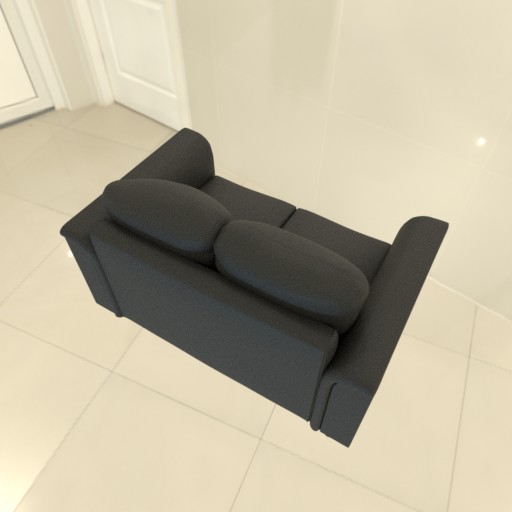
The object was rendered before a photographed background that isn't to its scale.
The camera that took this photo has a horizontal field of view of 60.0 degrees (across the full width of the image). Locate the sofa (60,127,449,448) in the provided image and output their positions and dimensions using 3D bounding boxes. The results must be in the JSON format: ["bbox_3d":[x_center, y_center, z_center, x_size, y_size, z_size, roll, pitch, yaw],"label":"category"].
[{"bbox_3d":[0.000,0.000,1.994,1.386,0.845,0.887,24,54,20],"label":"sofa"}]
